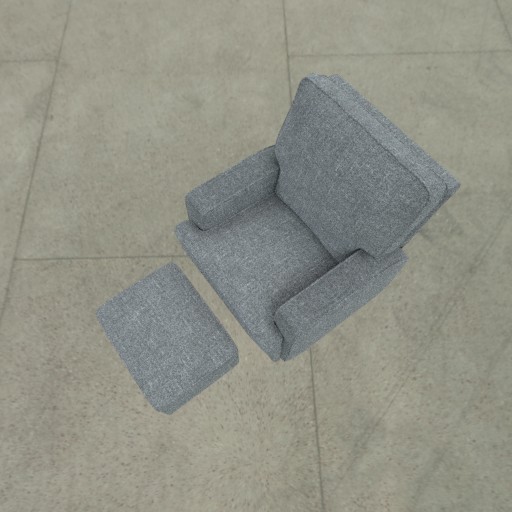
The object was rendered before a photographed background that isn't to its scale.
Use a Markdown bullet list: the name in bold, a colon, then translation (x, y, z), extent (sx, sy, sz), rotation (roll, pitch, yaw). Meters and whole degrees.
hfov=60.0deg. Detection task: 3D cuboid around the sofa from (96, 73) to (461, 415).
- **sofa**: translation (0.000, 0.000, 1.999), extent (1.472, 0.959, 0.861), rotation (-34, 70, -15)
